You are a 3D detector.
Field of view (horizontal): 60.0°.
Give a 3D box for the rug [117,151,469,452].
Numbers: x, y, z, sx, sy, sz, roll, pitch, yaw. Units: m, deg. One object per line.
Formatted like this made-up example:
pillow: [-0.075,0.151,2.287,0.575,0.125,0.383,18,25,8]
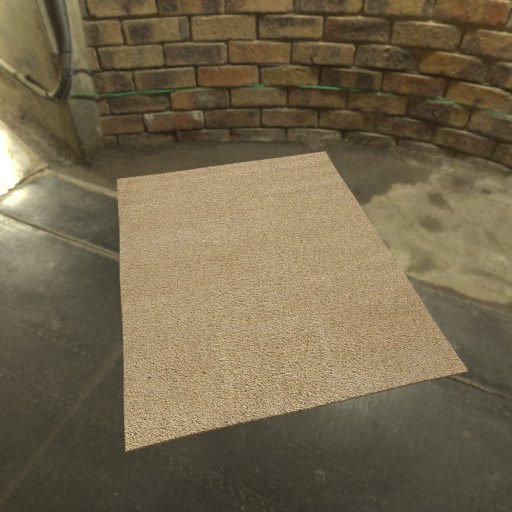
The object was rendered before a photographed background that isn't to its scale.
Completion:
rug: [0.000,0.000,4.001,2.400,0.025,3.000,-10,46,-10]
